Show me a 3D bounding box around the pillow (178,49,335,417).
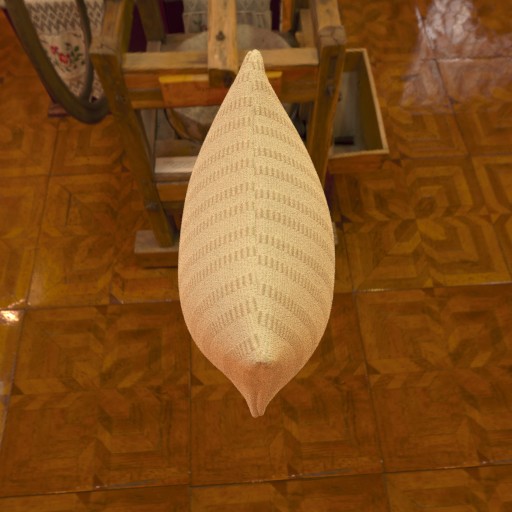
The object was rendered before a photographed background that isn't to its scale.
[{"bbox_3d":[0.000,0.000,0.698,0.247,0.419,0.438,-1,64,-1],"label":"pillow"}]
